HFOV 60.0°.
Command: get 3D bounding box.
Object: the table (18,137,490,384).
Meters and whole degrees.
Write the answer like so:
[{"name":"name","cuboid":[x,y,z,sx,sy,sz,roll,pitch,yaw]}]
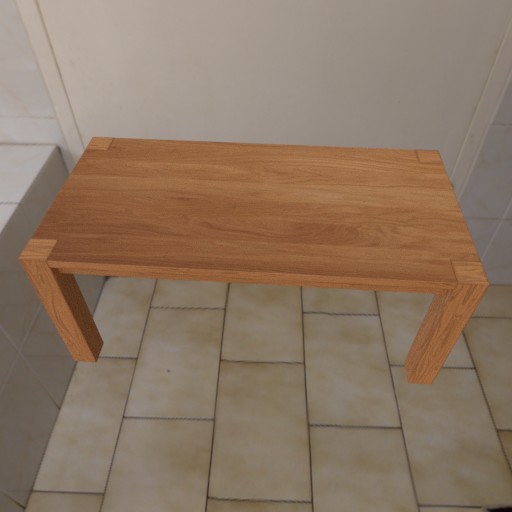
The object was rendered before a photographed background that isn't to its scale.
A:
[{"name":"table","cuboid":[0.000,0.000,2.267,1.800,0.760,0.900,3,46,3]}]
